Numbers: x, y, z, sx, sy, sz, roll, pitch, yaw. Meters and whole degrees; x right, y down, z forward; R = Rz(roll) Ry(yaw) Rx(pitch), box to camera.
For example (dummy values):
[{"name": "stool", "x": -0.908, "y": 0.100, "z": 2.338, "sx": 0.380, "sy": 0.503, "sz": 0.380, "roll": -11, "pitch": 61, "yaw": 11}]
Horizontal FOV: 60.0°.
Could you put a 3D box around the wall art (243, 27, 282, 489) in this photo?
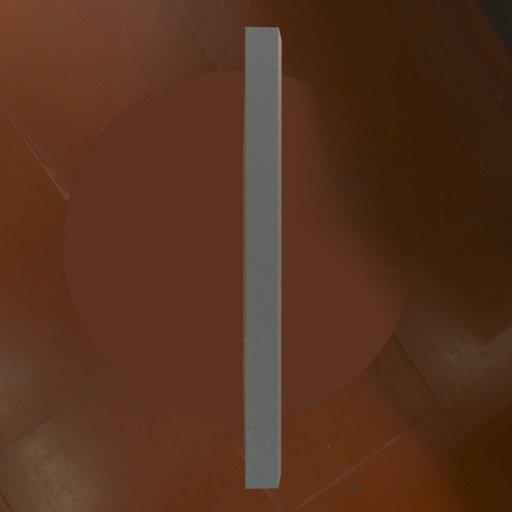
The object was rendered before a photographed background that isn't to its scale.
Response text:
[{"name": "wall art", "x": 0.000, "y": 0.000, "z": 0.509, "sx": 0.028, "sy": 0.349, "sz": 0.349, "roll": 0, "pitch": 91, "yaw": -2}]
